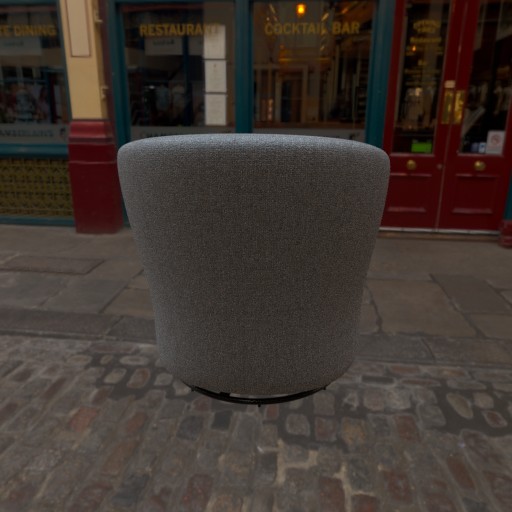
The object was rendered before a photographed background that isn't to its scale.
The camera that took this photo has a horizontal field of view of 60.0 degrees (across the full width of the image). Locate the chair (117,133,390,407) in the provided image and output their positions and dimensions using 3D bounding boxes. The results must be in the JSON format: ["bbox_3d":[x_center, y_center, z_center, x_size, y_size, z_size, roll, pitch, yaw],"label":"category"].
[{"bbox_3d":[0.000,0.000,1.430,0.791,0.771,0.815,2,16,6],"label":"chair"}]
